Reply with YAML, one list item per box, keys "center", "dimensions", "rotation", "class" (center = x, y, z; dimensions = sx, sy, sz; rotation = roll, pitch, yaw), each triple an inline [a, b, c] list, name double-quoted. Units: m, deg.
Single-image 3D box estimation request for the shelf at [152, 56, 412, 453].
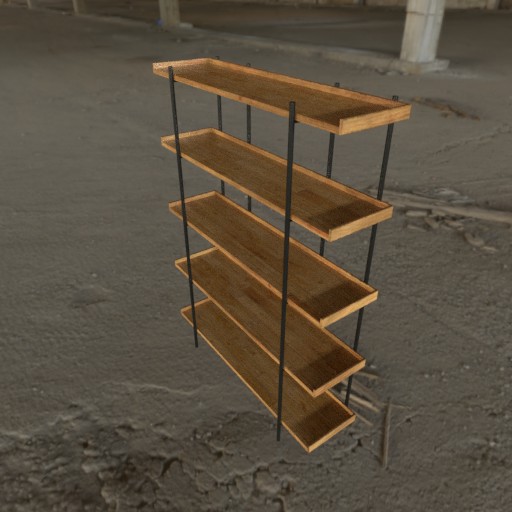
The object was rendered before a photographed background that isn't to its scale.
- center: [0.000, 0.000, 2.397]
  dimensions: [0.379, 1.826, 1.371]
  rotation: [-21, 38, -30]
  class: "shelf"
